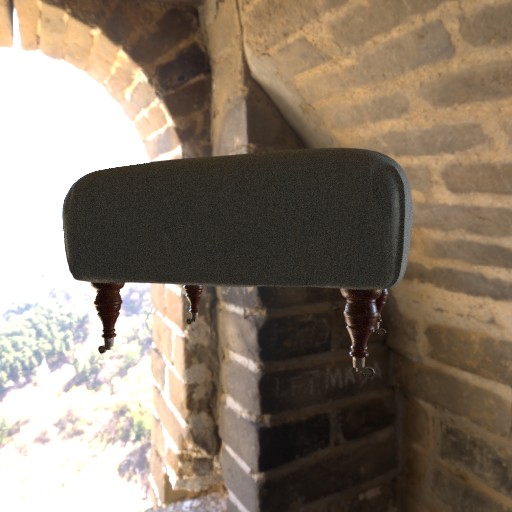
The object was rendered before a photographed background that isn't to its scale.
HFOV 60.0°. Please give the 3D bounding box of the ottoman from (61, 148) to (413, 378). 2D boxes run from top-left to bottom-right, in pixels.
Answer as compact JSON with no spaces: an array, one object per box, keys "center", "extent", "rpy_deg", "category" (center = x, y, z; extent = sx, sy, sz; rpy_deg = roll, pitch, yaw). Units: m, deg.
[{"center":[0.000,0.000,1.124],"extent":[0.747,0.450,0.622],"rpy_deg":[0,1,19],"category":"ottoman"}]
